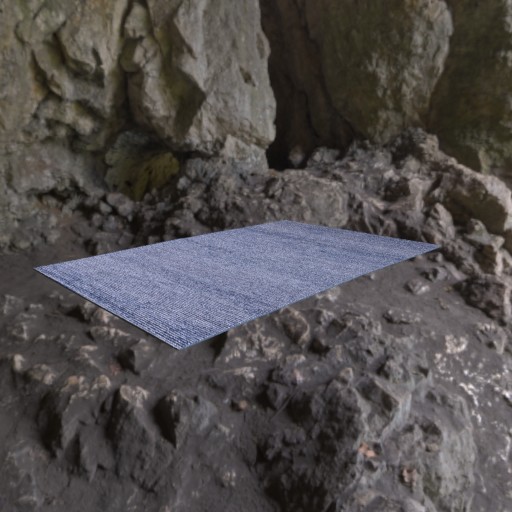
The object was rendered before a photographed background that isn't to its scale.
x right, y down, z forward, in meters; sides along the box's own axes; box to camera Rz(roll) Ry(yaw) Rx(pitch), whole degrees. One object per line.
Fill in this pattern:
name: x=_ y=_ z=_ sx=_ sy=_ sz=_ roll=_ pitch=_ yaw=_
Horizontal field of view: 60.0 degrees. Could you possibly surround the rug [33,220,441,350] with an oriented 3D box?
rug: x=0.000 y=0.000 z=2.256 sx=1.777 sy=0.021 sz=1.145 roll=-14 pitch=21 yaw=-43
